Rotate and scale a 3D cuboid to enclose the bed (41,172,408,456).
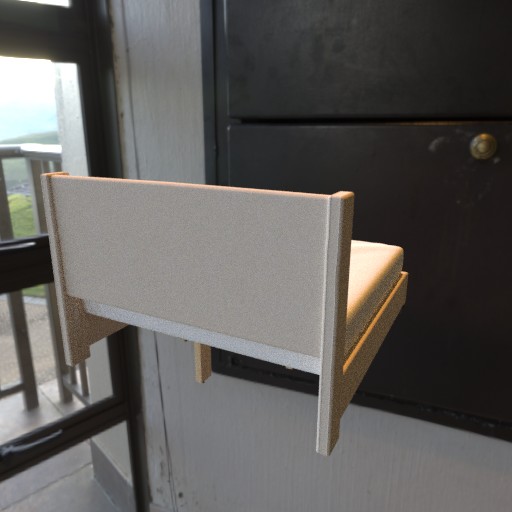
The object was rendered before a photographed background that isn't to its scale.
[{"bbox_3d":[0.000,0.000,3.724,2.145,1.471,2.293,9,19,27],"label":"bed"}]
